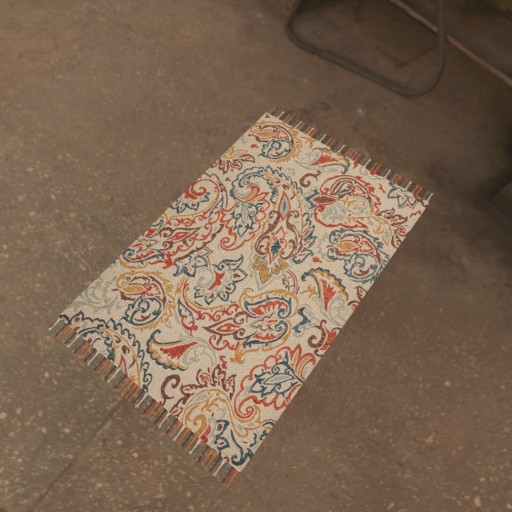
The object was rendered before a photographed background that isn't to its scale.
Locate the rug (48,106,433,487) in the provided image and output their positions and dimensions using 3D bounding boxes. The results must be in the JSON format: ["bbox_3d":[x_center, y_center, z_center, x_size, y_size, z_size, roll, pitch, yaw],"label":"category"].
[{"bbox_3d":[0.000,0.000,2.493,1.218,0.010,1.997,34,67,16],"label":"rug"}]
